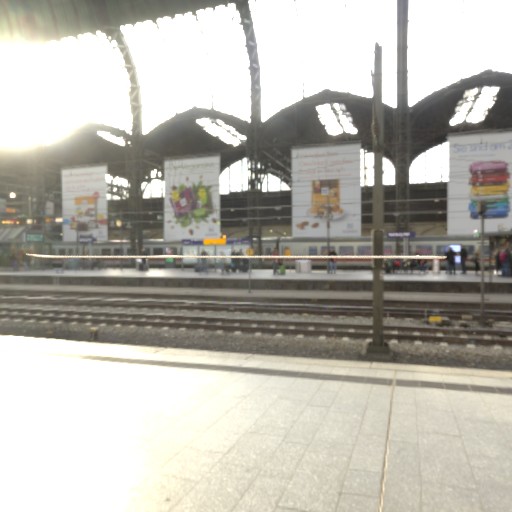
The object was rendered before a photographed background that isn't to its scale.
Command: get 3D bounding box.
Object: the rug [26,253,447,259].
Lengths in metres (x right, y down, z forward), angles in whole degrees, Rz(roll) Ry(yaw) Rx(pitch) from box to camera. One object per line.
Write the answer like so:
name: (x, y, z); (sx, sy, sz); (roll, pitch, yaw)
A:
rug: (0.000, 0.000, 3.963); (2.897, 0.035, 2.277); (0, 0, 16)
